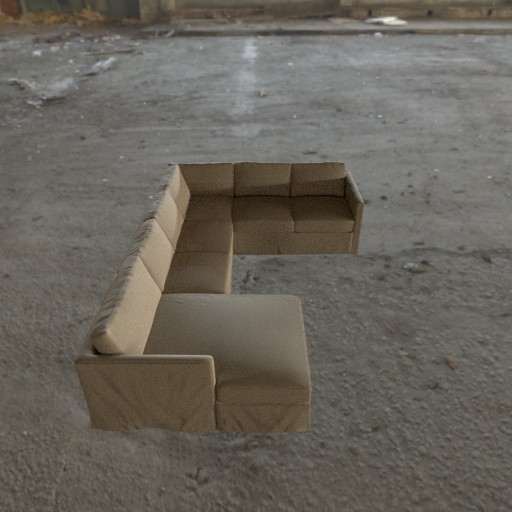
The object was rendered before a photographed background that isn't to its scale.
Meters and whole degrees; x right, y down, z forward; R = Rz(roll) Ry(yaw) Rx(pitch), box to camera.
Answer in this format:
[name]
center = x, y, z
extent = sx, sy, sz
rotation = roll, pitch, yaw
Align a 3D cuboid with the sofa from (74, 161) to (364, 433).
[sofa]
center = 0.000, 0.000, 4.530
extent = 2.476, 0.878, 3.528
rotation = 0, 33, 0
